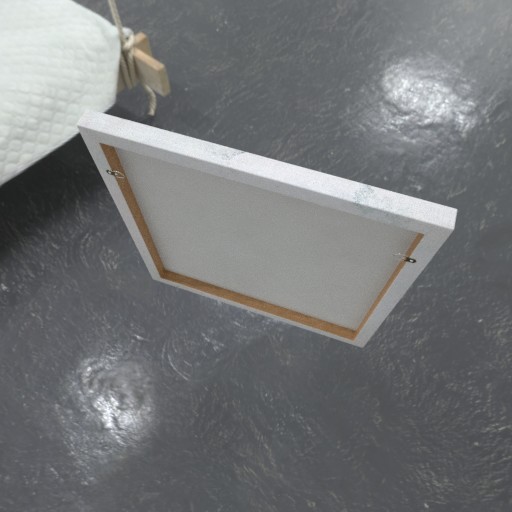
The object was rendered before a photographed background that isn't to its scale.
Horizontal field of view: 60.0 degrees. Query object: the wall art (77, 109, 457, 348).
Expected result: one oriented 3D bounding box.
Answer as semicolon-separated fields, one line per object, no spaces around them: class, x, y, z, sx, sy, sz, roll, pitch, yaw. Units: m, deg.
wall art;0.000;0.000;0.957;0.612;0.612;0.040;17;64;9
